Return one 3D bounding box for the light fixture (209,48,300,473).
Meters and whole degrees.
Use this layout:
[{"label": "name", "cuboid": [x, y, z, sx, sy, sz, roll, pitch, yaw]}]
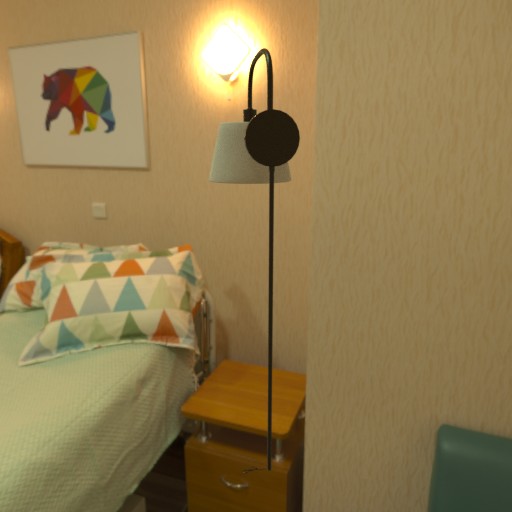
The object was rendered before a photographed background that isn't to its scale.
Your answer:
[{"label": "light fixture", "cuboid": [0.000, 0.000, 0.477, 0.092, 0.399, 0.176, -2, 14, -9]}]
